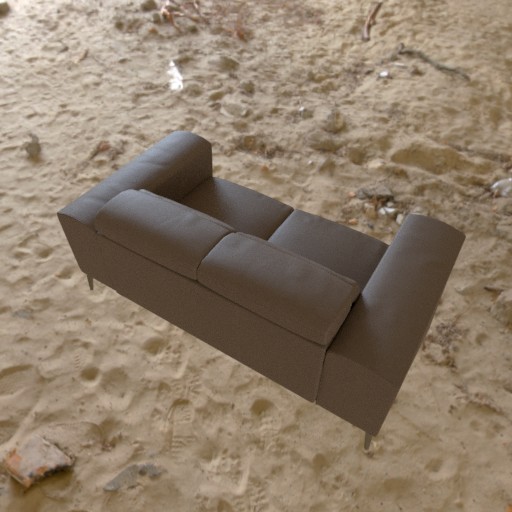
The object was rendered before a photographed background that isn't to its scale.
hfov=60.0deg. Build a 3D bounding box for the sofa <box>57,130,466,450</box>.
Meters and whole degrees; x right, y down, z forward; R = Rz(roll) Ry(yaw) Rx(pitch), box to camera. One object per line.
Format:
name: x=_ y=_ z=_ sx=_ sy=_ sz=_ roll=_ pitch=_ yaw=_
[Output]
sofa: x=0.000 y=0.000 z=2.429 sx=1.895 sy=0.779 sz=1.003 roll=24 pitch=51 yaw=22
